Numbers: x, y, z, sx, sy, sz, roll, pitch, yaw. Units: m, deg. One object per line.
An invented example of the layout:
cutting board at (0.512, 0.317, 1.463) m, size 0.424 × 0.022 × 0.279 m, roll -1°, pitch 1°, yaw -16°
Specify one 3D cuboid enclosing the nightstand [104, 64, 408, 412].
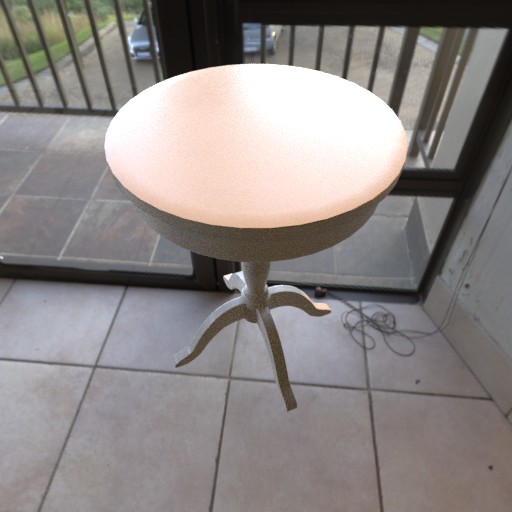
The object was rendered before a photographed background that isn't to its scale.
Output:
nightstand at (0.000, 0.000, 1.006) m, size 0.513 × 0.653 × 0.513 m, roll -10°, pitch 47°, yaw -9°
